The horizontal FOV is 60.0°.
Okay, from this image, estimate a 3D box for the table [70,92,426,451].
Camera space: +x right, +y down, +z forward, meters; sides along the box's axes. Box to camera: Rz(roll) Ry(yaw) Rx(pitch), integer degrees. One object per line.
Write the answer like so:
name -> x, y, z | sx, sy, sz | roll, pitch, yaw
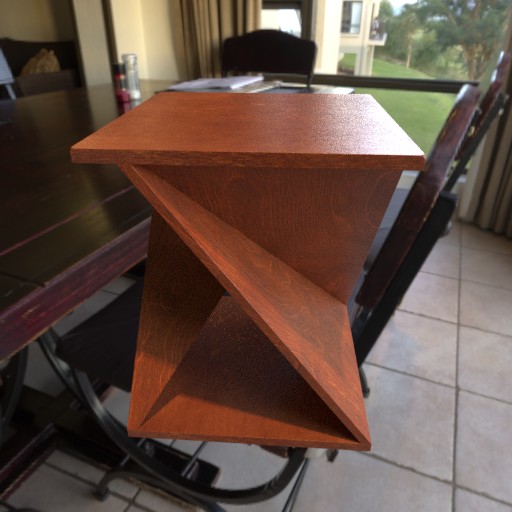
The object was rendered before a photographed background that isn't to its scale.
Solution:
table -> 0.000, 0.000, 0.840 | 0.427, 0.520, 0.427 | 2, 29, 4
